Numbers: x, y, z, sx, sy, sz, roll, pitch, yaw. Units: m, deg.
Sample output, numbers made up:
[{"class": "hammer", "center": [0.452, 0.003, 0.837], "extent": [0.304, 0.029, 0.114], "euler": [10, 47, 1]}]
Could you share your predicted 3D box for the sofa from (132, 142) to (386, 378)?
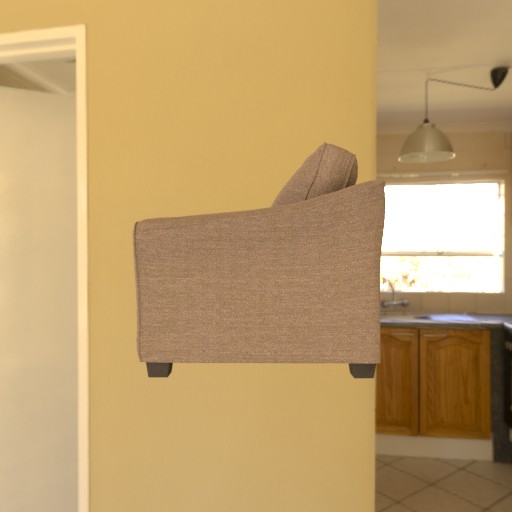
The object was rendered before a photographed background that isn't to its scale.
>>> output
[{"class": "sofa", "center": [0.000, 0.000, 2.755], "extent": [0.980, 0.965, 2.270], "euler": [0, 0, 0]}]
